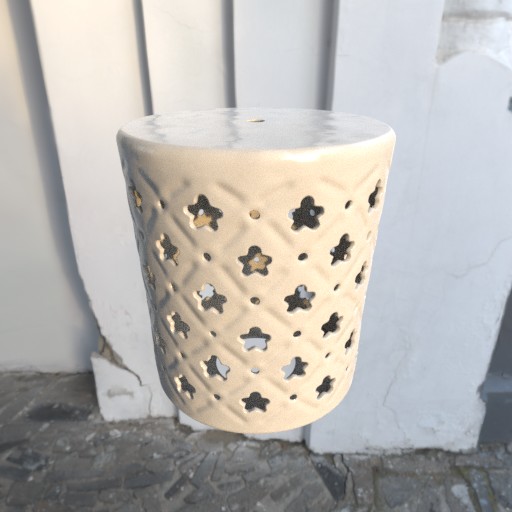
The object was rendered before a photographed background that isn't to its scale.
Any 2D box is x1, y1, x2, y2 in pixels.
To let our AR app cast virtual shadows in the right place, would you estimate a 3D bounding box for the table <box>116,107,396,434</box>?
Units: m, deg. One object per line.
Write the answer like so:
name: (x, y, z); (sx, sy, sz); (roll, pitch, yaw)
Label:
table: (0.000, 0.000, 0.655); (0.352, 0.387, 0.352); (0, 25, 0)
